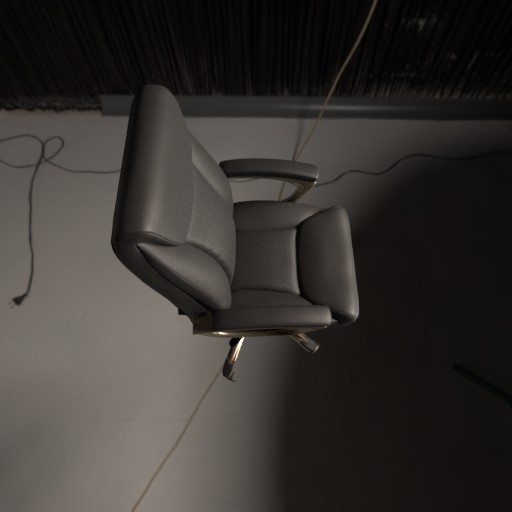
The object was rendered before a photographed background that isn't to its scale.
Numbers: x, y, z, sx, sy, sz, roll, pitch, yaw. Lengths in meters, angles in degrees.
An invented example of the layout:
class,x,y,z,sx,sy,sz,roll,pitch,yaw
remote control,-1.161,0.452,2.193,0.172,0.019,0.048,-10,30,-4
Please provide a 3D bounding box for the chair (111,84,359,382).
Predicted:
class,x,y,z,sx,sy,sz,roll,pitch,yaw
chair,0.000,0.000,1.620,0.748,1.188,0.694,0,64,0
